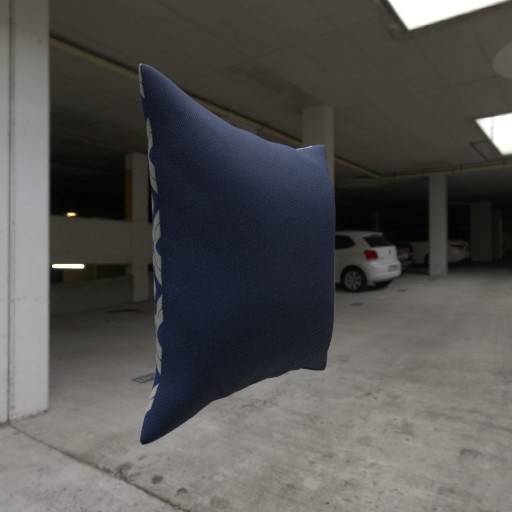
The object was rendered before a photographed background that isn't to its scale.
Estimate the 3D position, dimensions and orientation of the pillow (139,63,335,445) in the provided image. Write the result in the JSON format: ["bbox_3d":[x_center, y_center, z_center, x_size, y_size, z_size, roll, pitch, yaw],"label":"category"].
[{"bbox_3d":[0.000,0.000,0.771,0.188,0.494,0.504,0,-1,36],"label":"pillow"}]
